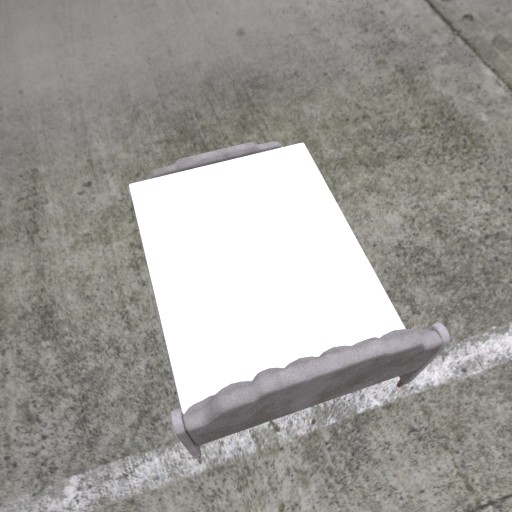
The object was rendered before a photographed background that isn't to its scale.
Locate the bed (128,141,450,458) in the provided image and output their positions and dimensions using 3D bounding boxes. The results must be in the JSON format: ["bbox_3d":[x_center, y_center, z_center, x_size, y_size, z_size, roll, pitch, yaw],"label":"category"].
[{"bbox_3d":[0.000,0.000,3.404,1.676,1.245,2.340,-16,59,-10],"label":"bed"}]
